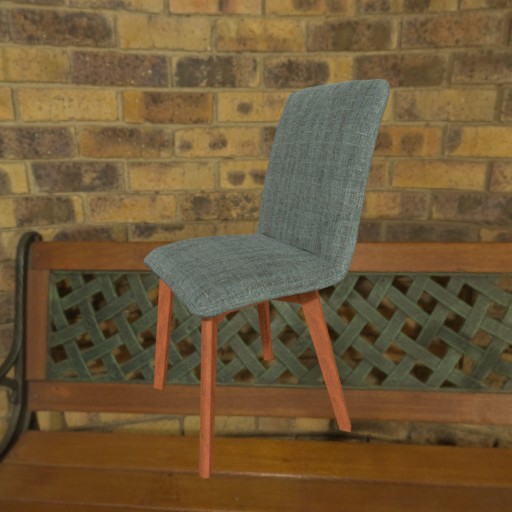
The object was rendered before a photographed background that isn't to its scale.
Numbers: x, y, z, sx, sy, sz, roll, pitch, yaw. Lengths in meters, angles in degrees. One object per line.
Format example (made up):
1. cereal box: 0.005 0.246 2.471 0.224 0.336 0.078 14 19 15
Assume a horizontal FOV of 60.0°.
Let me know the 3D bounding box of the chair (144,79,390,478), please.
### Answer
1. chair: 0.000 0.000 1.304 0.563 0.974 0.522 -7 16 -26
